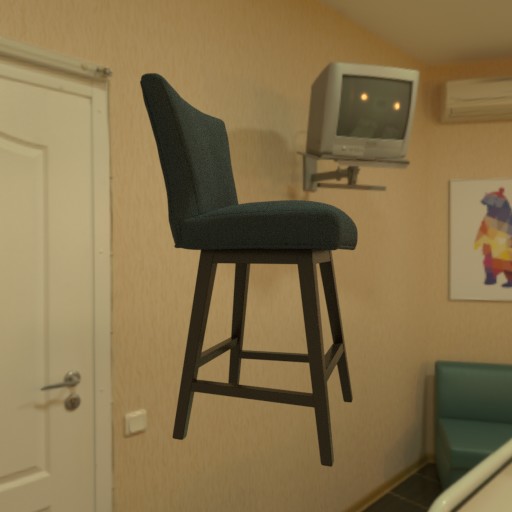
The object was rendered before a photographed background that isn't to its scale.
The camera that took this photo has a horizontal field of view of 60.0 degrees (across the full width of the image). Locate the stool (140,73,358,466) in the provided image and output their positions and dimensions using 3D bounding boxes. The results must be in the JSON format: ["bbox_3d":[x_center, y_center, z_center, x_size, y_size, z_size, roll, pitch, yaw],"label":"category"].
[{"bbox_3d":[0.000,0.000,1.366,0.574,1.000,0.514,0,1,18],"label":"stool"}]
